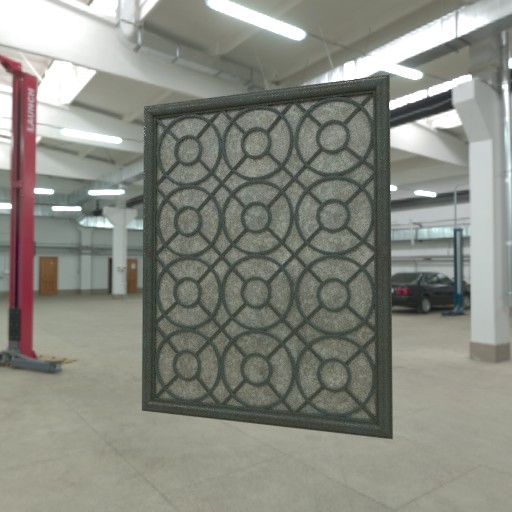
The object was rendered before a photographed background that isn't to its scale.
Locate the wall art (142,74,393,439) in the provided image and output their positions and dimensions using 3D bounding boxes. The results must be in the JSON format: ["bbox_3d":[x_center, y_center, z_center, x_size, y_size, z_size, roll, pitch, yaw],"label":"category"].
[{"bbox_3d":[0.000,0.000,1.314,0.767,0.983,0.030,-1,-2,18],"label":"wall art"}]
